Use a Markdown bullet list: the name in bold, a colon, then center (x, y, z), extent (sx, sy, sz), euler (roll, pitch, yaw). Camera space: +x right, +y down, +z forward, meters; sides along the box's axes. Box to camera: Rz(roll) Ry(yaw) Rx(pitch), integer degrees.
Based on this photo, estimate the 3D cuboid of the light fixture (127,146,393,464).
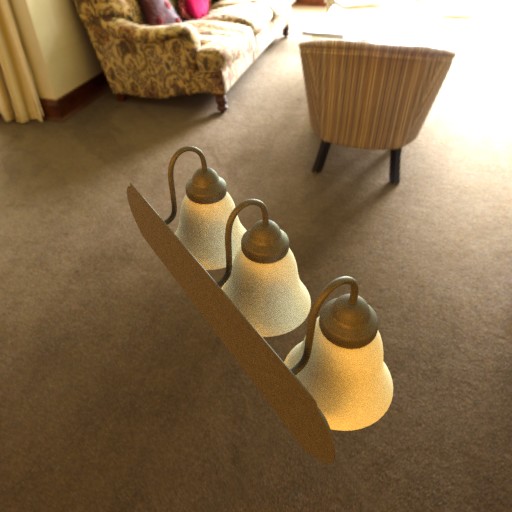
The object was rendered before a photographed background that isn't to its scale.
- **light fixture**: center (0.000, 0.000, 0.703), extent (0.199, 0.222, 0.610), euler (-24, 46, -25)
